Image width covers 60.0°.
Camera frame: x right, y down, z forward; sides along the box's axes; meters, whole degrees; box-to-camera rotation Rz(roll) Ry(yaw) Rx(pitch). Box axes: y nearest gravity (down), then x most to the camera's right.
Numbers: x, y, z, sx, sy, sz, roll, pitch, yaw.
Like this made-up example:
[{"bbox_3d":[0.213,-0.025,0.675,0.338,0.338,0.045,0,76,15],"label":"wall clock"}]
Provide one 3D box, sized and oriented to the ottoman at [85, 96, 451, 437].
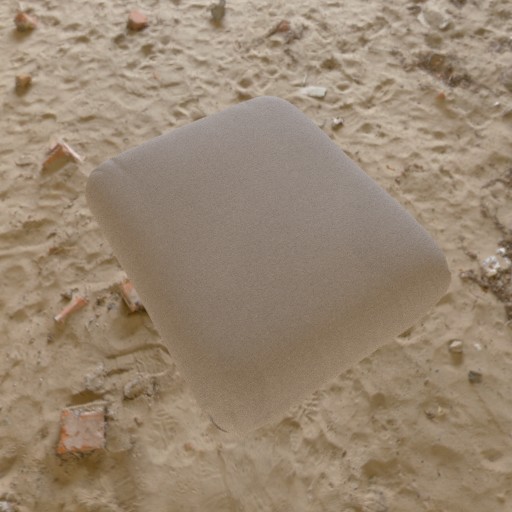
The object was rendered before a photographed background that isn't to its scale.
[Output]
[{"bbox_3d":[0.000,0.000,1.151,0.622,0.450,0.746,-28,62,-17],"label":"ottoman"}]
